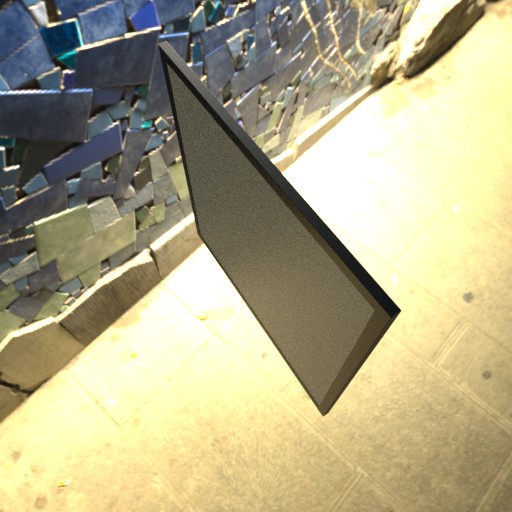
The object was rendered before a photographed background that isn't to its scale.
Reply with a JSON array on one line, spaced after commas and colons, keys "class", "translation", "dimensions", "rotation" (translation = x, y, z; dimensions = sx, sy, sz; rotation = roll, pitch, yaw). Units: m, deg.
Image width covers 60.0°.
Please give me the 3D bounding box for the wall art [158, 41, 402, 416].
[{"class": "wall art", "translation": [0.000, 0.000, 1.208], "dimensions": [0.022, 0.807, 0.807], "rotation": [-29, 64, -16]}]
